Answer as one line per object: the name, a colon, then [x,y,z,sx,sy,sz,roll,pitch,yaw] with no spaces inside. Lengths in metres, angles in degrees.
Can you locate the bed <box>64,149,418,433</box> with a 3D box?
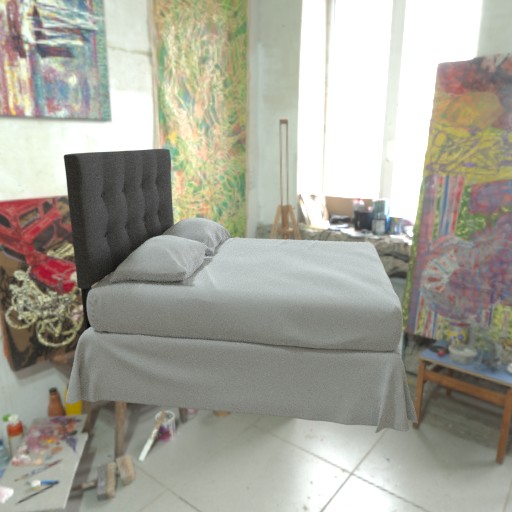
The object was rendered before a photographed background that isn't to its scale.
bed: [0.000,0.000,3.419,2.222,1.577,1.936,2,15,9]
